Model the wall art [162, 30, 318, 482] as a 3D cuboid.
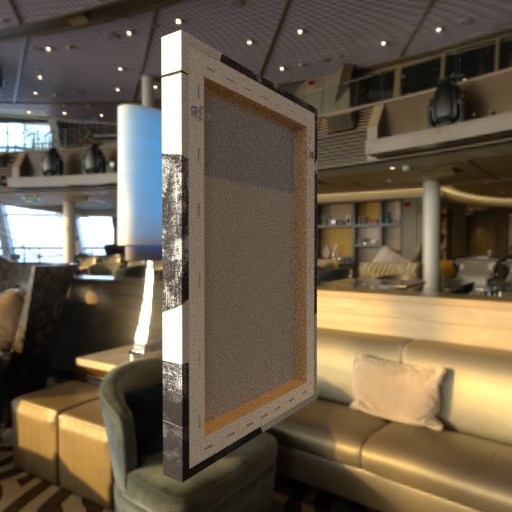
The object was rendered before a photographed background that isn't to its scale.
[{"bbox_3d":[0.000,0.000,0.774,0.039,0.610,0.407,1,1,34],"label":"wall art"}]
